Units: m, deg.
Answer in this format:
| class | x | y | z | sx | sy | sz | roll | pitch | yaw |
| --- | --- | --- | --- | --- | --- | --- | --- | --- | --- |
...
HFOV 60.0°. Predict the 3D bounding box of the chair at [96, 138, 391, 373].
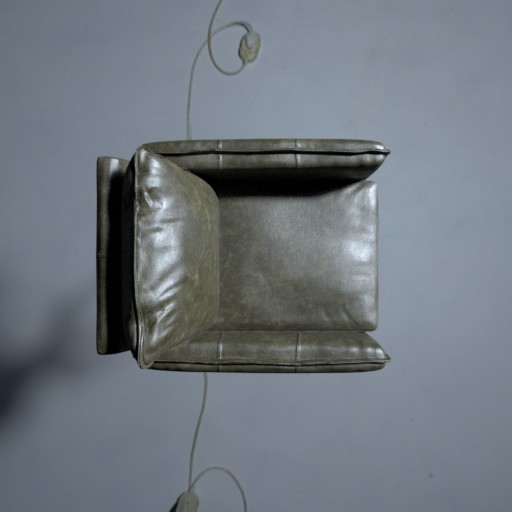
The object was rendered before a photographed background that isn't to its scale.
| class | x | y | z | sx | sy | sz | roll | pitch | yaw |
| --- | --- | --- | --- | --- | --- | --- | --- | --- | --- |
| chair | 0.000 | 0.000 | 1.616 | 0.921 | 0.921 | 0.830 | 0 | 90 | 0 |
